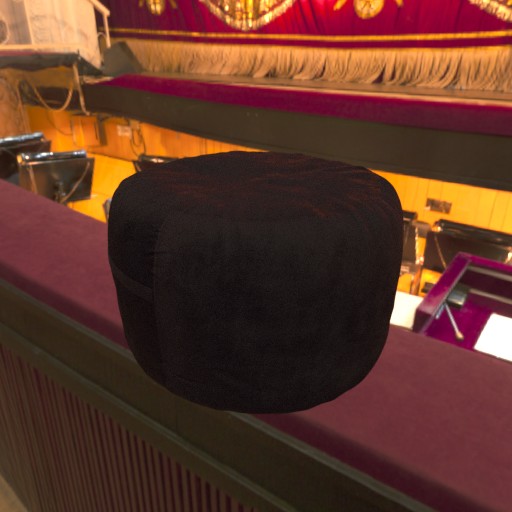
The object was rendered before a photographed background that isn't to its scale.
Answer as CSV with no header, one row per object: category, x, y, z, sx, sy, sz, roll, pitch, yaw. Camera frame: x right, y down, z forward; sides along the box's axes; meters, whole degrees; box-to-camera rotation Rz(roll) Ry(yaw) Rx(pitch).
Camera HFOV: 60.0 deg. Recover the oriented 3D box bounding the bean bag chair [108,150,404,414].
bean bag chair,0.000,0.000,1.955,1.219,0.762,1.219,0,26,0
